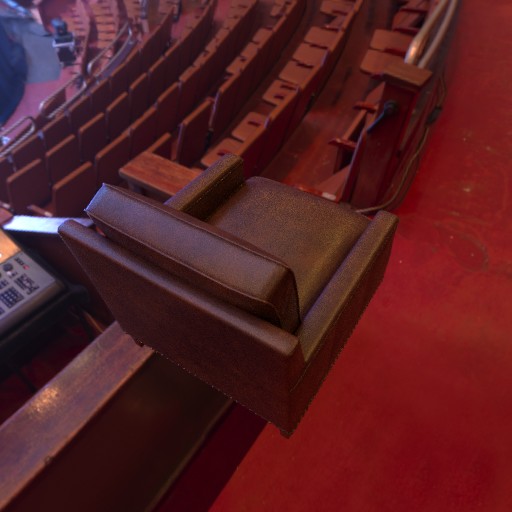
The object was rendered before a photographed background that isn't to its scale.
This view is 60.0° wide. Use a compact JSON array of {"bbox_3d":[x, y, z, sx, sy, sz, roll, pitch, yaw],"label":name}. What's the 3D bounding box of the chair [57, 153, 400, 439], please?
[{"bbox_3d":[0.000,0.000,1.760,0.853,0.929,1.014,25,52,22],"label":"chair"}]
